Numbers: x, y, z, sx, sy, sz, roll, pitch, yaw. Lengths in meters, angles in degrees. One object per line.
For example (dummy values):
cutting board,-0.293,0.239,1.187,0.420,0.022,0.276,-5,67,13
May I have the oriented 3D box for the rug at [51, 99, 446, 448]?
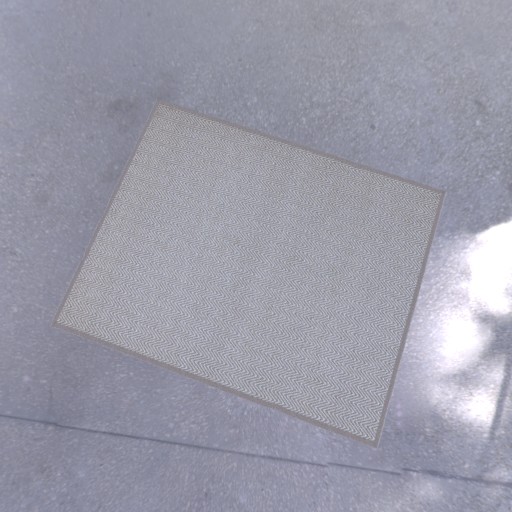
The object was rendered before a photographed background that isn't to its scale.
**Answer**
rug,0.000,0.000,4.084,3.007,0.032,2.434,19,76,5
